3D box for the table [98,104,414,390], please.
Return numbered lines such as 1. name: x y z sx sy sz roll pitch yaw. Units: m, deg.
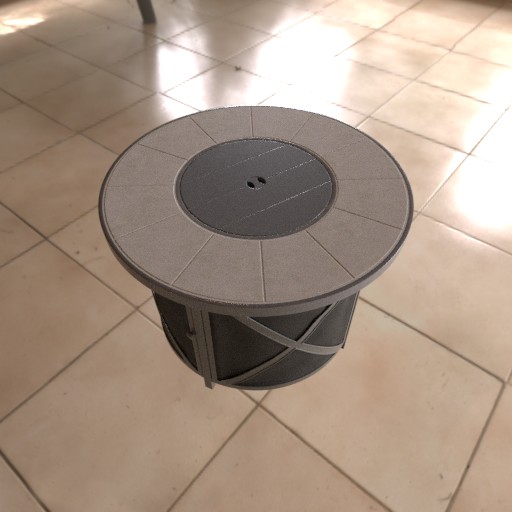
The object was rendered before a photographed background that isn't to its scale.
1. table: 0.000 0.000 1.560 0.914 0.650 0.914 0 48 0
